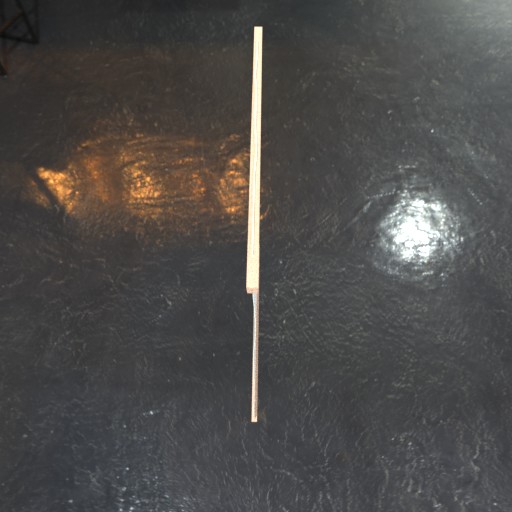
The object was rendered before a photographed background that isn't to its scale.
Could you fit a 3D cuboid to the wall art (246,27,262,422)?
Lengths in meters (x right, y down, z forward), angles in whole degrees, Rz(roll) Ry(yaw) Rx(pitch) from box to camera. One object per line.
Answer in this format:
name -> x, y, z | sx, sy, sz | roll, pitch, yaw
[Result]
wall art -> 0.000, 0.000, 1.356 | 0.020, 1.013, 0.758 | 1, 58, 0
